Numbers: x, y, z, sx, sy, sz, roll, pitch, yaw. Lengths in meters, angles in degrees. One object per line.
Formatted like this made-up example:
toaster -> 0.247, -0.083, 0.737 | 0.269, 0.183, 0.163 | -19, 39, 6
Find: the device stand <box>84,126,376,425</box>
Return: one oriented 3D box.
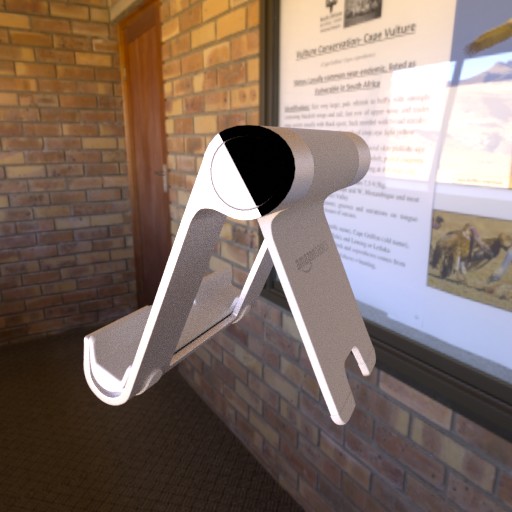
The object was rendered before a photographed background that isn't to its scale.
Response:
device stand -> 0.000, 0.000, 0.152 | 0.079, 0.084, 0.086 | 7, 16, 25
